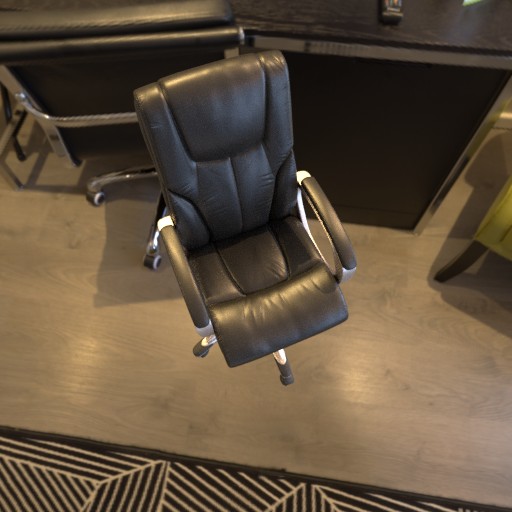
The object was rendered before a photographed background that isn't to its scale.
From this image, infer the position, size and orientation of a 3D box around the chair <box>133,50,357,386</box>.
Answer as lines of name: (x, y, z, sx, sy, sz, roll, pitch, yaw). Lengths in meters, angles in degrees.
chair: (0.000, 0.000, 1.649, 0.700, 1.145, 0.780, -20, 65, -10)
